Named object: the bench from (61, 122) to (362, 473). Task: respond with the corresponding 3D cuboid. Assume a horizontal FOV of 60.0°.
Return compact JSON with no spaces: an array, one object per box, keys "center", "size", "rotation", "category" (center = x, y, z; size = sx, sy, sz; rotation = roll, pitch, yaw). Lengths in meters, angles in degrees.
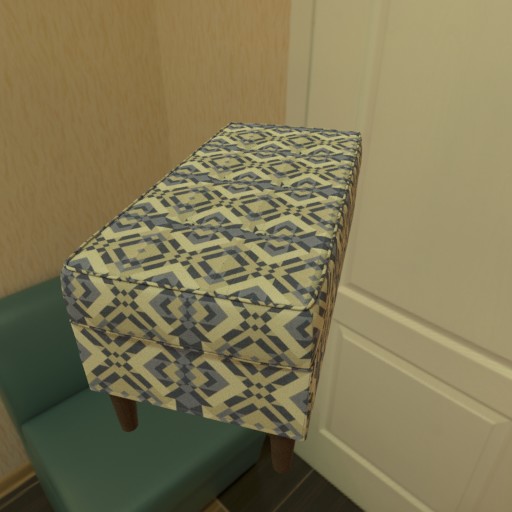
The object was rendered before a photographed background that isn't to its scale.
[{"center":[0.000,0.000,1.270],"size":[0.492,0.477,1.016],"rotation":[9,33,13],"category":"bench"}]
